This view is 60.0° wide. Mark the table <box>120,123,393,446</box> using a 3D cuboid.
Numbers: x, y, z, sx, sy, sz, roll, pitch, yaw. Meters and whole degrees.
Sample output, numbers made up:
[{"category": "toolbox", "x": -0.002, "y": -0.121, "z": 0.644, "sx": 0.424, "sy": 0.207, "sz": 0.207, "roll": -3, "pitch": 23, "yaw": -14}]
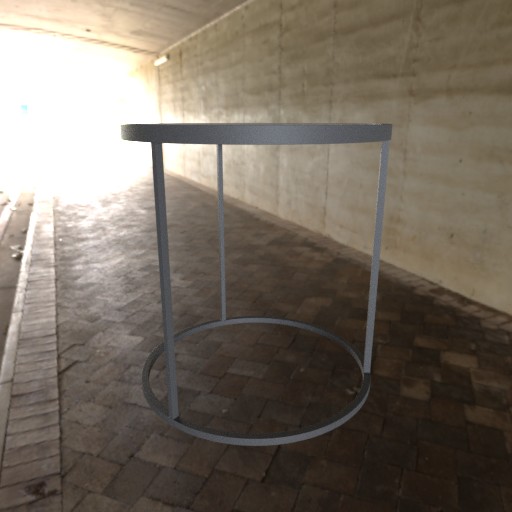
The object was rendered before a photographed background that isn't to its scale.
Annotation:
[{"category": "table", "x": 0.000, "y": 0.000, "z": 0.868, "sx": 0.470, "sy": 0.498, "sz": 0.470, "roll": 0, "pitch": 17, "yaw": 0}]
